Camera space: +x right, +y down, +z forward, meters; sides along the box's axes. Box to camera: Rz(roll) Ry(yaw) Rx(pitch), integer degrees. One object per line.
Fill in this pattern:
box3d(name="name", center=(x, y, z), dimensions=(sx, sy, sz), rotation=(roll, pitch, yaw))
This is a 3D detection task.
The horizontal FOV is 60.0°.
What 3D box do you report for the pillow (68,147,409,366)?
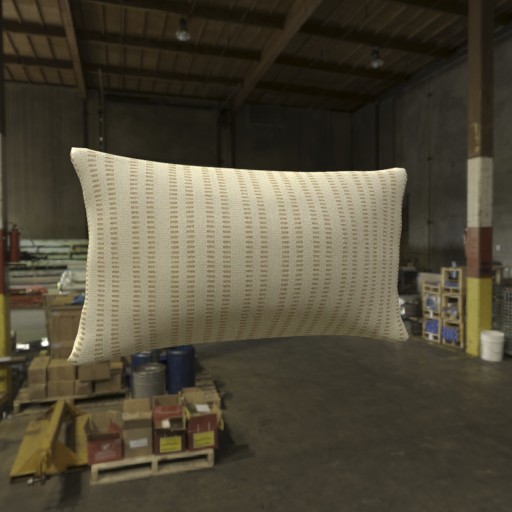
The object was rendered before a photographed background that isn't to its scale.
box3d(name="pillow", center=(0.000, 0.000, 0.814), dimensions=(0.640, 0.353, 0.210), rotation=(-1, 2, -18))
